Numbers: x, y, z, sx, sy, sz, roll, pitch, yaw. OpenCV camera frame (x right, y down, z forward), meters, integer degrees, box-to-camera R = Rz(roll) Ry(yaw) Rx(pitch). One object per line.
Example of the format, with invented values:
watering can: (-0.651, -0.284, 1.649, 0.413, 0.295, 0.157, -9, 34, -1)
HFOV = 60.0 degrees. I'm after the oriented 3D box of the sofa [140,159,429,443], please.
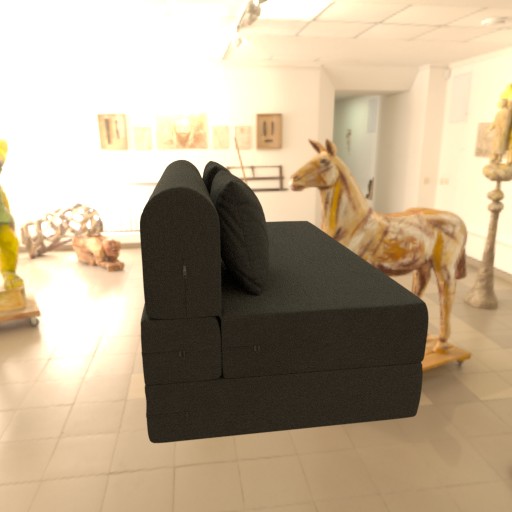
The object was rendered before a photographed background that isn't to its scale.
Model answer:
sofa: (0.000, 0.000, 1.705, 0.762, 0.670, 1.225, -2, 15, -9)
